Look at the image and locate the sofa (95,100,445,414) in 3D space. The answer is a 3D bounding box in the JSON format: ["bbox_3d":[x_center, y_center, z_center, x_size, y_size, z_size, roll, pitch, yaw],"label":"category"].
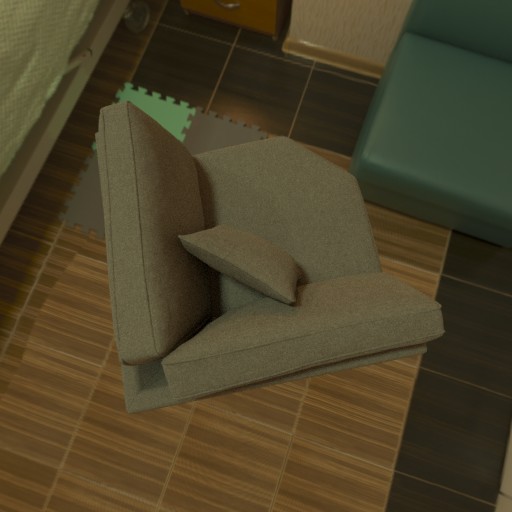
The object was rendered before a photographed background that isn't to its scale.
[{"bbox_3d":[0.000,0.000,1.858,1.050,0.951,1.042,-10,75,-3],"label":"sofa"}]
